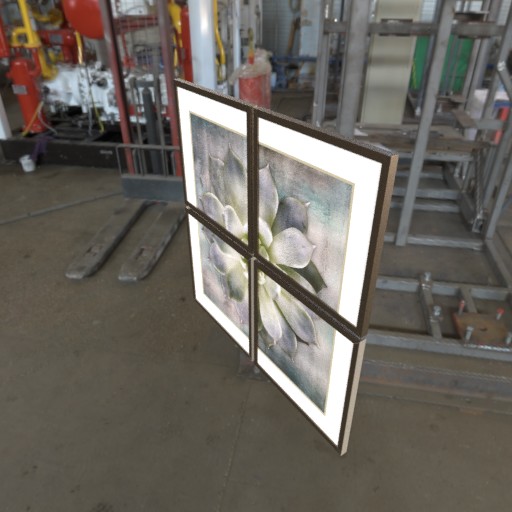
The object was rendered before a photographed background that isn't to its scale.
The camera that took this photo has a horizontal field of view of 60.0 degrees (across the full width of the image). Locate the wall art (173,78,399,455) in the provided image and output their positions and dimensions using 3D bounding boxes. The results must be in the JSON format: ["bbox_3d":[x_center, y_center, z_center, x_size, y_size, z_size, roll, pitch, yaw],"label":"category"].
[{"bbox_3d":[0.000,0.000,1.569,0.030,1.032,1.032,-20,37,-29],"label":"wall art"}]
